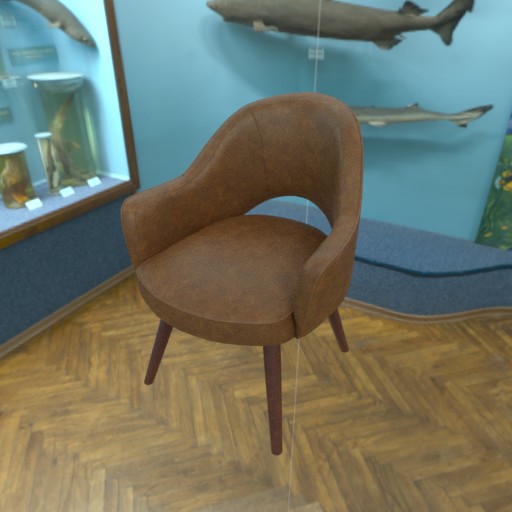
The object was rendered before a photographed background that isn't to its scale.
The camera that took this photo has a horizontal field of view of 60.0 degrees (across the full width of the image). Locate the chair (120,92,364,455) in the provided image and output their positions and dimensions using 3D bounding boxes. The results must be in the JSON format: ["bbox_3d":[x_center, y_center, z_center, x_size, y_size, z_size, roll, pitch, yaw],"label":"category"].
[{"bbox_3d":[0.000,0.000,1.236,0.591,0.777,0.640,17,34,28],"label":"chair"}]
